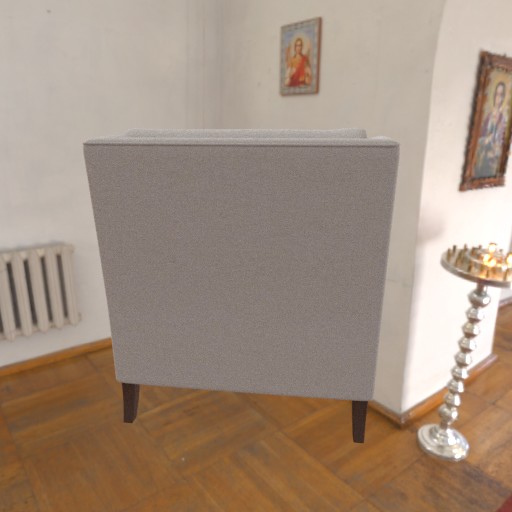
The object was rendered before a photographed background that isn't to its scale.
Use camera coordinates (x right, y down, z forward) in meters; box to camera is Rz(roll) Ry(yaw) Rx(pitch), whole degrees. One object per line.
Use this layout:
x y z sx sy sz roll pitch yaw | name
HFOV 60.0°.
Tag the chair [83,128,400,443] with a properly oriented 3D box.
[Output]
0.000 0.000 1.885 0.982 1.056 1.040 2 17 7 | chair
